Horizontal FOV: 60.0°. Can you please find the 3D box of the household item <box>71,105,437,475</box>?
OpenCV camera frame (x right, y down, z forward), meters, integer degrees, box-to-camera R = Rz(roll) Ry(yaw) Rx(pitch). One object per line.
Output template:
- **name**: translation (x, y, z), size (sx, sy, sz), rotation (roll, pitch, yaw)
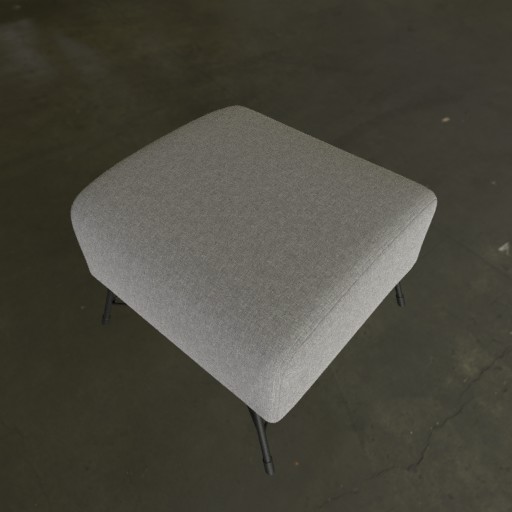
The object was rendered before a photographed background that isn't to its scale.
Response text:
- **household item**: translation (0.000, 0.000, 0.931), size (0.530, 0.410, 0.530), rotation (32, 55, 26)
